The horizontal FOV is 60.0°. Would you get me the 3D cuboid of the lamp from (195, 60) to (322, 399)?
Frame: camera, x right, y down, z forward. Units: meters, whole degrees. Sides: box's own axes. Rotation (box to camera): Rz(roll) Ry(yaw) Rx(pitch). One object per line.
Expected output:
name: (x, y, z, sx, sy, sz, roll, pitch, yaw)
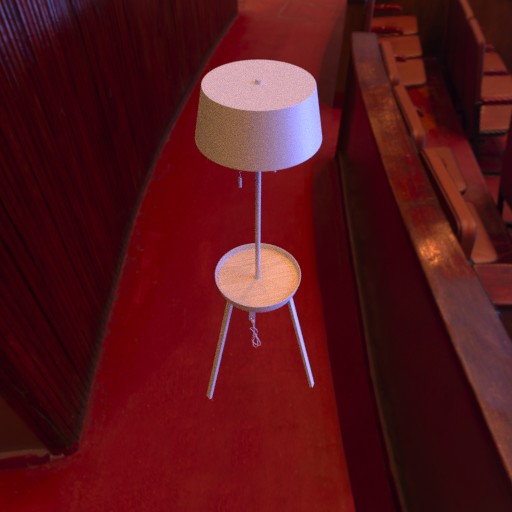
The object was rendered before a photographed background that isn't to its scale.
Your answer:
lamp: (0.000, 0.000, 1.705, 0.508, 1.429, 0.468, -5, 46, -5)
